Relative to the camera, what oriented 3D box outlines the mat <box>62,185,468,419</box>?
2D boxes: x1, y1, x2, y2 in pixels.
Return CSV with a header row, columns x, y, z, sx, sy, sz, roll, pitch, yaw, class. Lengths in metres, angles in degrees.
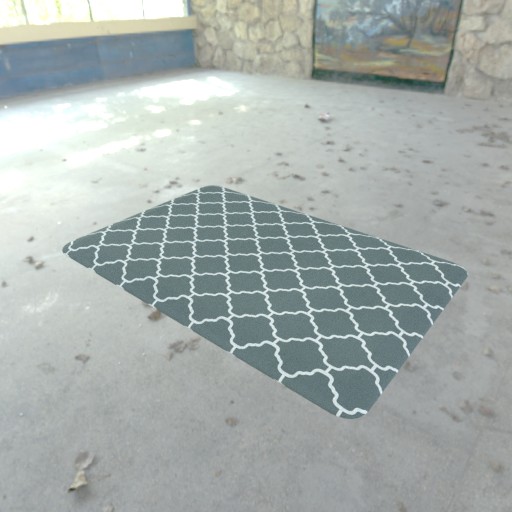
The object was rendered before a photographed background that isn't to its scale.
x,y,z,sx,sy,sz,roll,pitch,yaw,class
0.000,0.000,0.966,0.762,0.021,0.508,23,38,33,mat
